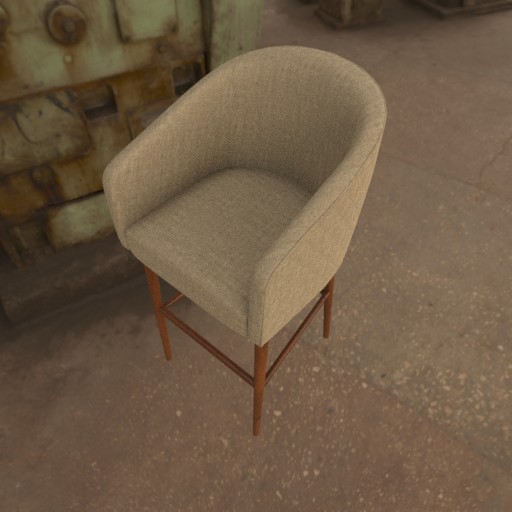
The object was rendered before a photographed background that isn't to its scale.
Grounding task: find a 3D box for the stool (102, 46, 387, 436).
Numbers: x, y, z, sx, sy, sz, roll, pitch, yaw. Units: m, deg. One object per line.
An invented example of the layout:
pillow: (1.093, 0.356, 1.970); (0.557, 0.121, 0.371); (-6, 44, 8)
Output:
stool: (0.000, 0.000, 1.400); (0.559, 1.078, 0.607); (32, 55, 26)
